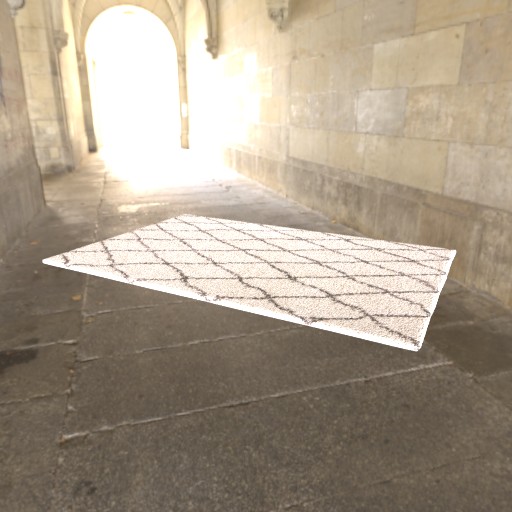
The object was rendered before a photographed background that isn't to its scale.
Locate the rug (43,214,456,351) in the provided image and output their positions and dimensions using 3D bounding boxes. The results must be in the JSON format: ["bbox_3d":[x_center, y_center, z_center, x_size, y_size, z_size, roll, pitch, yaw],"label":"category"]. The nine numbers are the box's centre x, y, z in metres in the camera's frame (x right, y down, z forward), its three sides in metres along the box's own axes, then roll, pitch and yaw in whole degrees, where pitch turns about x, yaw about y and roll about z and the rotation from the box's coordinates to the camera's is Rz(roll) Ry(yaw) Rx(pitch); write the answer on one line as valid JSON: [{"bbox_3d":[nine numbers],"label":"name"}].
[{"bbox_3d":[0.000,0.000,3.485,2.743,0.030,1.778,10,21,27],"label":"rug"}]
